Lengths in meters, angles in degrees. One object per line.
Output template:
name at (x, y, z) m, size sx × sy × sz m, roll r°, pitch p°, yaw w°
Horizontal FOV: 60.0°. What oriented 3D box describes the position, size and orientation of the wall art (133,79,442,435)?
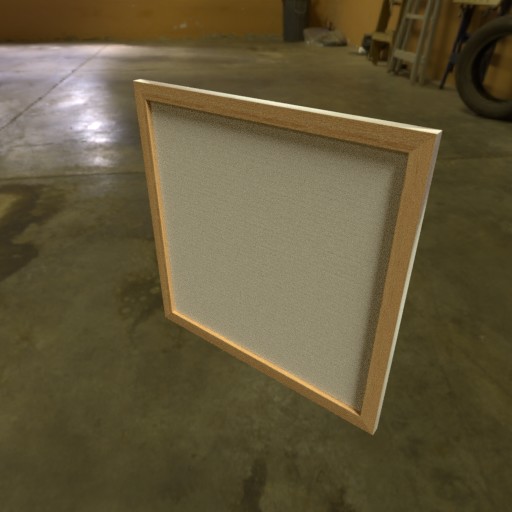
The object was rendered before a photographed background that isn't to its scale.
wall art at (0.000, 0.000, 1.124) m, size 0.762 × 0.762 × 0.027 m, roll 22°, pitch 38°, yaw 31°
